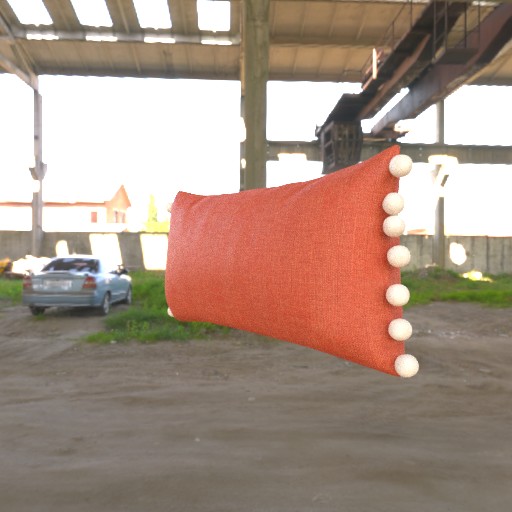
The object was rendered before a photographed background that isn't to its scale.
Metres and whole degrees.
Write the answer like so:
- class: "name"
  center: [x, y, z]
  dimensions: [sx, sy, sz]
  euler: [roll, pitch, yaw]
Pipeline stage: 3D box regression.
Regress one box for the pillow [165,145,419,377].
- class: "pillow"
  center: [0.000, 0.000, 0.842]
  dimensions: [0.201, 0.322, 0.709]
  euler: [0, 0, -36]
